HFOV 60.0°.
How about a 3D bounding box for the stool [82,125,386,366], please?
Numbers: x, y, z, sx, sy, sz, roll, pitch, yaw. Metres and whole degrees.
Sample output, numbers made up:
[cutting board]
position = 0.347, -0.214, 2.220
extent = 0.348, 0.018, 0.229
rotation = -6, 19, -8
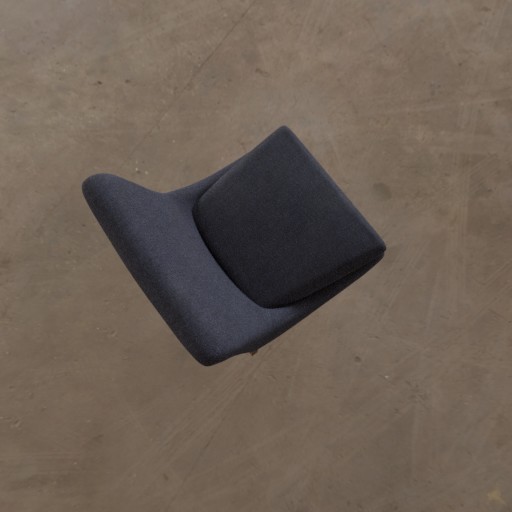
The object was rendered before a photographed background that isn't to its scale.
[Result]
[stool]
position = 0.000, 0.000, 1.366
extent = 0.572, 1.068, 0.489
rotation = -35, 79, -8
